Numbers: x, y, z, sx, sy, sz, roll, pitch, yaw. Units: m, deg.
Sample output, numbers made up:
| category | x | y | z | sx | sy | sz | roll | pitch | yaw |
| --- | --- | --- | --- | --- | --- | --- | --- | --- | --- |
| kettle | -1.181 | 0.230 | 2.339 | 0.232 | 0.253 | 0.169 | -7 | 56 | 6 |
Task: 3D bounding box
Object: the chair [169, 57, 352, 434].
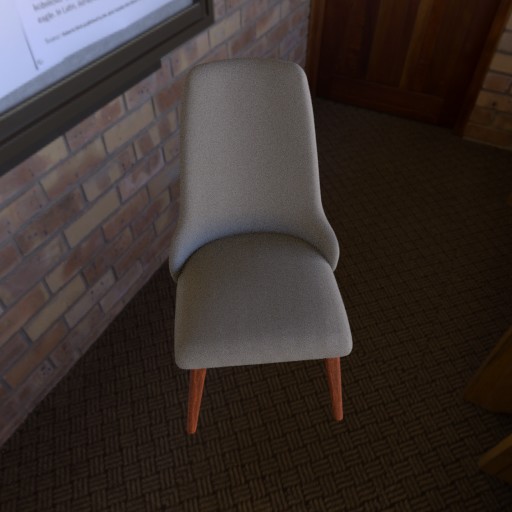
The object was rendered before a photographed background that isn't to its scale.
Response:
| category | x | y | z | sx | sy | sz | roll | pitch | yaw |
| --- | --- | --- | --- | --- | --- | --- | --- | --- | --- |
| chair | 0.000 | 0.000 | 1.365 | 0.535 | 0.918 | 0.707 | -3 | 48 | -3 |
